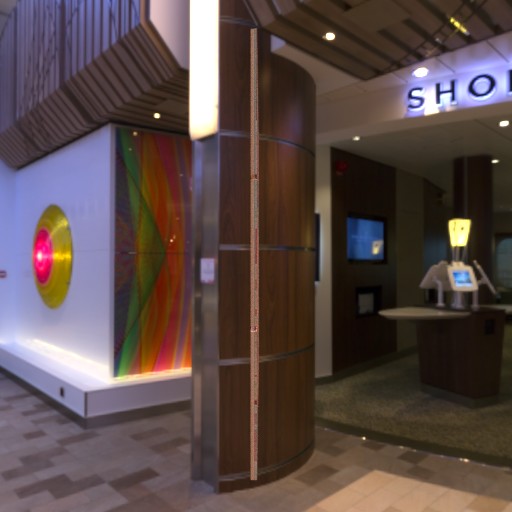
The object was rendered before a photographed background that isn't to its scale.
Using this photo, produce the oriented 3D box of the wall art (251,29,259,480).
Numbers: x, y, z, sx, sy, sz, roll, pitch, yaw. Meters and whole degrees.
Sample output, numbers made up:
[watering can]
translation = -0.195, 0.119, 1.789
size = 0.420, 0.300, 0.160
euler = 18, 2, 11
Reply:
[wall art]
translation = 0.000, 0.000, 1.348
size = 0.012, 0.910, 0.911
euler = 0, -1, 1
